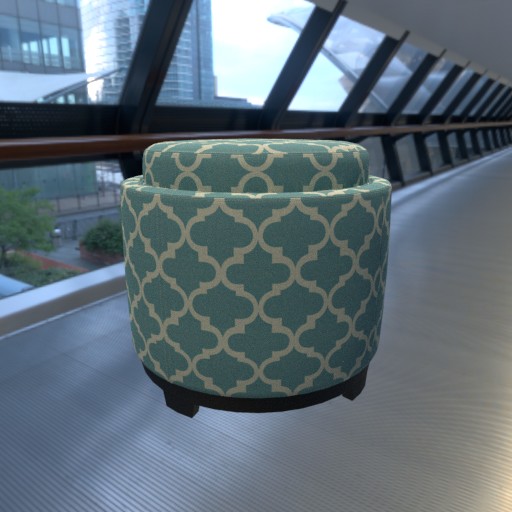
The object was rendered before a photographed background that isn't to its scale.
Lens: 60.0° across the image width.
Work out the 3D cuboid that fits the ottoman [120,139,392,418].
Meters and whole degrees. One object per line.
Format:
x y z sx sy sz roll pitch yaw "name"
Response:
0.000 0.000 0.842 0.480 0.429 0.480 0 16 0 "ottoman"
